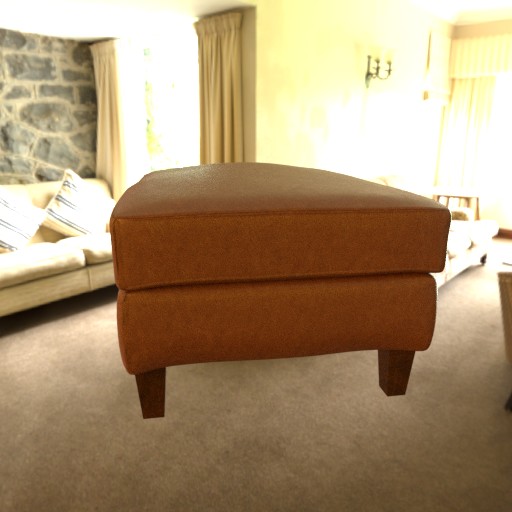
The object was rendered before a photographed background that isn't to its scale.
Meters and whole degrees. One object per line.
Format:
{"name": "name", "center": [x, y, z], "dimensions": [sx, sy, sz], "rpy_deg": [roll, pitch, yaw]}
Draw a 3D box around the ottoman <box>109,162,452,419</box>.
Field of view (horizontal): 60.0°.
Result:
{"name": "ottoman", "center": [0.000, 0.000, 1.226], "dimensions": [0.650, 0.485, 0.851], "rpy_deg": [-2, 16, -9]}
